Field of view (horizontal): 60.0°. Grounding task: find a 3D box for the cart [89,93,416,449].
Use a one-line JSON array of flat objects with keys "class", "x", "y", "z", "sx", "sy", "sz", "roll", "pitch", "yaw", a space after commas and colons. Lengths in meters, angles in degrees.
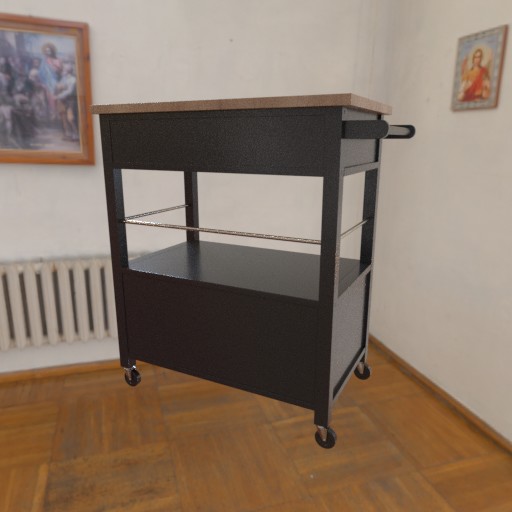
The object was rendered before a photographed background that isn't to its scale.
[{"class": "cart", "x": 0.000, "y": 0.000, "z": 1.398, "sx": 0.840, "sy": 0.901, "sz": 0.459, "roll": 7, "pitch": 17, "yaw": 26}]
